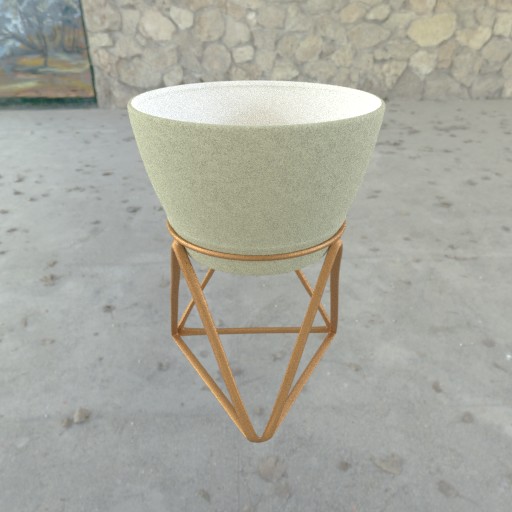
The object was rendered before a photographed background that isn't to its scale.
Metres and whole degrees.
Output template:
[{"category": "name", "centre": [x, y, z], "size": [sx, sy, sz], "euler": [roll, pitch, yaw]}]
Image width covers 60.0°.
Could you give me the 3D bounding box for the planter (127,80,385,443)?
[{"category": "planter", "centre": [0.000, 0.000, 0.739], "size": [0.350, 0.504, 0.350], "euler": [-1, 29, -1]}]
